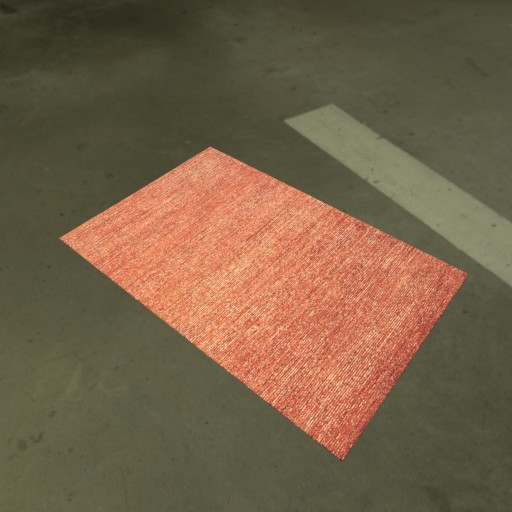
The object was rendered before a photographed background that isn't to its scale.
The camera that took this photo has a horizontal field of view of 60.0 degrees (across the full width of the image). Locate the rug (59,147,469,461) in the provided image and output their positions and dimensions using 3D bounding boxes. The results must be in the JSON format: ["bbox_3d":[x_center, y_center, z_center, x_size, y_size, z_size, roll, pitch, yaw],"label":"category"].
[{"bbox_3d":[0.000,0.000,2.241,1.747,0.011,1.139,31,54,26],"label":"rug"}]
